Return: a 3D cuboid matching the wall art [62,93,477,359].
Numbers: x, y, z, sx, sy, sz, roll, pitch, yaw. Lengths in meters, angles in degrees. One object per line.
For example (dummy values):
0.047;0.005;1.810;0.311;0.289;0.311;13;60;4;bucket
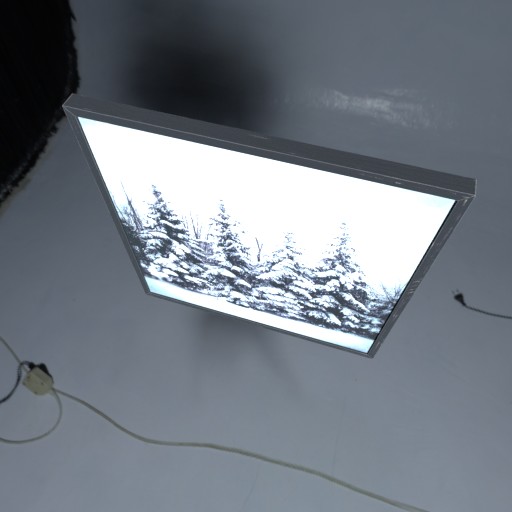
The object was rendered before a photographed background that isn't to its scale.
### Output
0.000;0.000;1.111;0.761;0.761;0.037;15;58;9;wall art
